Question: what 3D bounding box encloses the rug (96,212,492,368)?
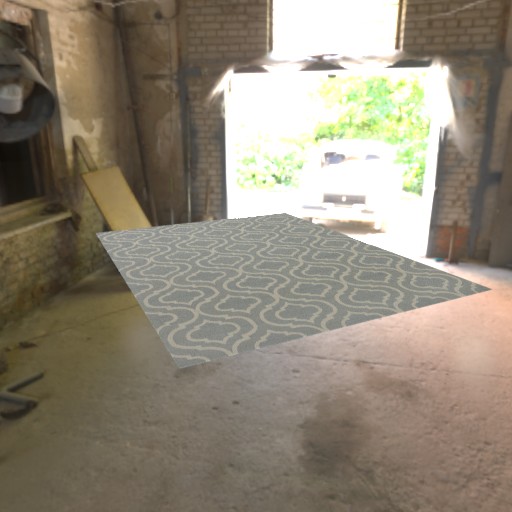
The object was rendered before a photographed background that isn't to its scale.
[{"bbox_3d":[0.000,0.000,3.878,2.283,0.006,2.892,-9,20,-25],"label":"rug"}]
